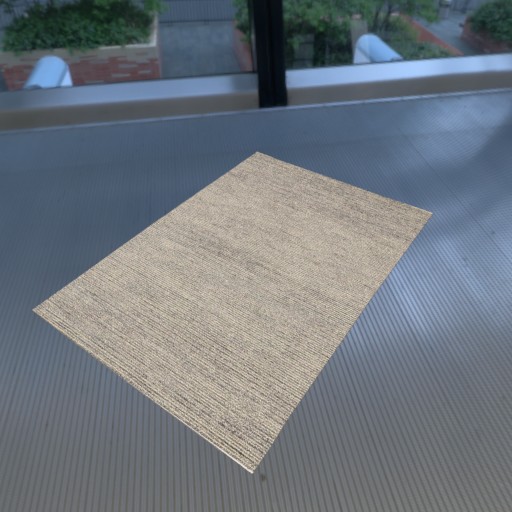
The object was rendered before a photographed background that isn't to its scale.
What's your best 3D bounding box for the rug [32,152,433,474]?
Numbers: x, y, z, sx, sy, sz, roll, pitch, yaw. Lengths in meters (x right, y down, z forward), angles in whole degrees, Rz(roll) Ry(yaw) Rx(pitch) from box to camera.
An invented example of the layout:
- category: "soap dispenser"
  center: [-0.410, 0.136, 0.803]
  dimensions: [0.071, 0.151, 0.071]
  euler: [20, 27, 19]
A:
- category: "rug"
  center: [0.000, 0.000, 2.950]
  dimensions: [1.604, 0.030, 2.307]
  euler: [26, 48, 25]
